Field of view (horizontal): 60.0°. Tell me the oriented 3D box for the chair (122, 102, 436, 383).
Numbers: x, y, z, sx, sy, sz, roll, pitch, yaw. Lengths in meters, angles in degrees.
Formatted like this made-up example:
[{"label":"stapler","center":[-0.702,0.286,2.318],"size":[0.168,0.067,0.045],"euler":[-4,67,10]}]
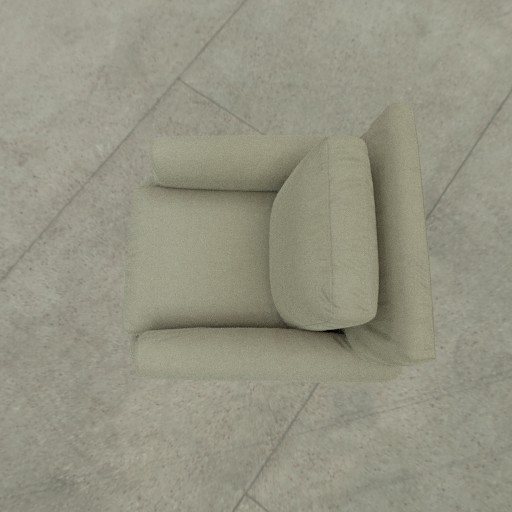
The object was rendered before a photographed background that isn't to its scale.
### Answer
[{"label":"chair","center":[0.000,0.000,1.722],"size":[1.066,0.866,0.940],"euler":[0,76,0]}]
